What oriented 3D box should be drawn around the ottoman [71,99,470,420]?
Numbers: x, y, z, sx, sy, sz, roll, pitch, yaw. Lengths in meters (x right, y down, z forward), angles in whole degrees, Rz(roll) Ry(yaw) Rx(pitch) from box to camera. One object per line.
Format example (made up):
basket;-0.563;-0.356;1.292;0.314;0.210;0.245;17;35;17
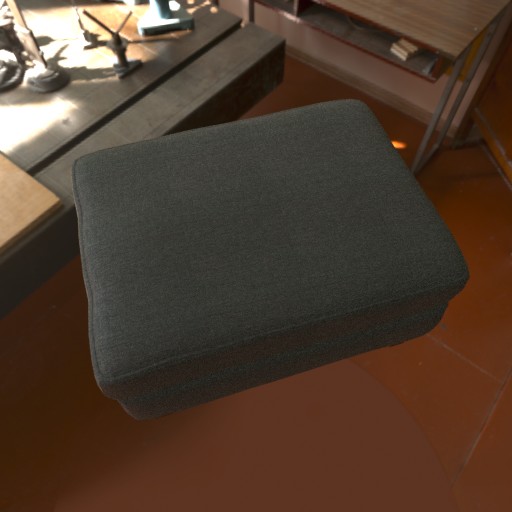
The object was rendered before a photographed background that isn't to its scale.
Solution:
ottoman;0.000;0.000;1.198;0.826;0.496;0.639;-15;60;-9
